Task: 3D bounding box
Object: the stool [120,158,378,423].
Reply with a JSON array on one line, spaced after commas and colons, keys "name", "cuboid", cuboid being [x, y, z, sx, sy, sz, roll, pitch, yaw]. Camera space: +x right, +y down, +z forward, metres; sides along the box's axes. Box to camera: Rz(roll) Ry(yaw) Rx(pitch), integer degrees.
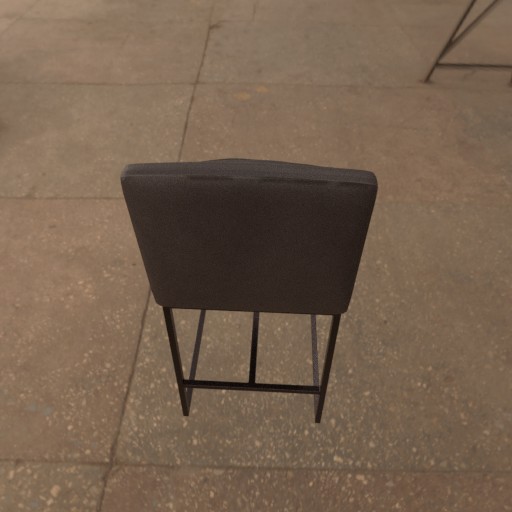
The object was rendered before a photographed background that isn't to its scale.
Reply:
[{"name": "stool", "cuboid": [0.000, 0.000, 1.258, 0.463, 0.946, 0.562, 2, 46, 2]}]
